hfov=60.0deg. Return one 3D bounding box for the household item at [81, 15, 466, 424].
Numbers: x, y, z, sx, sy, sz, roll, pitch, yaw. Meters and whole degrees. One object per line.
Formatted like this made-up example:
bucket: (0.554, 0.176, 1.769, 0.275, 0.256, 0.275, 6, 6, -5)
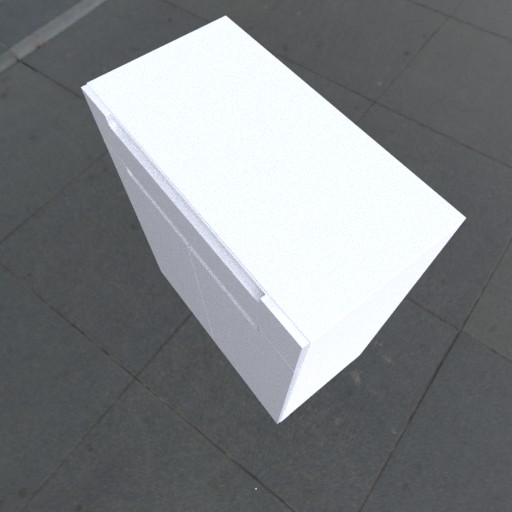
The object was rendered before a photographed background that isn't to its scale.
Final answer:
household item: (0.000, 0.000, 1.393, 0.420, 1.010, 0.790, -35, 68, -17)
